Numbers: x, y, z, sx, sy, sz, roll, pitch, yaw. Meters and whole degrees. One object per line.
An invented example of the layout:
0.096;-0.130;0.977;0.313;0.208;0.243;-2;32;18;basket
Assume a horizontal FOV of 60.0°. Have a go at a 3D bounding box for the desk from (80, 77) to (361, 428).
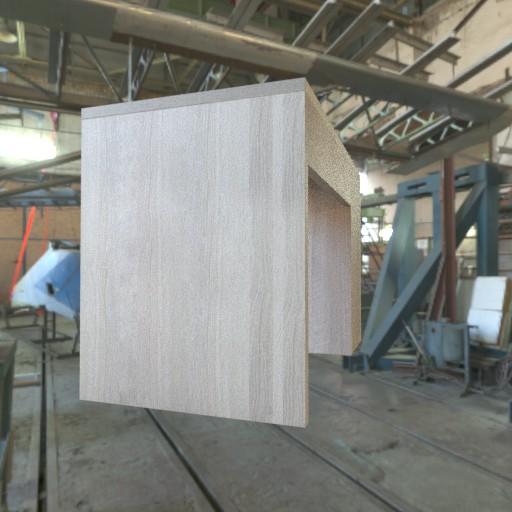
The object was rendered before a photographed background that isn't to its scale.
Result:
0.000;0.000;1.541;0.600;0.731;1.100;0;-1;19;desk
